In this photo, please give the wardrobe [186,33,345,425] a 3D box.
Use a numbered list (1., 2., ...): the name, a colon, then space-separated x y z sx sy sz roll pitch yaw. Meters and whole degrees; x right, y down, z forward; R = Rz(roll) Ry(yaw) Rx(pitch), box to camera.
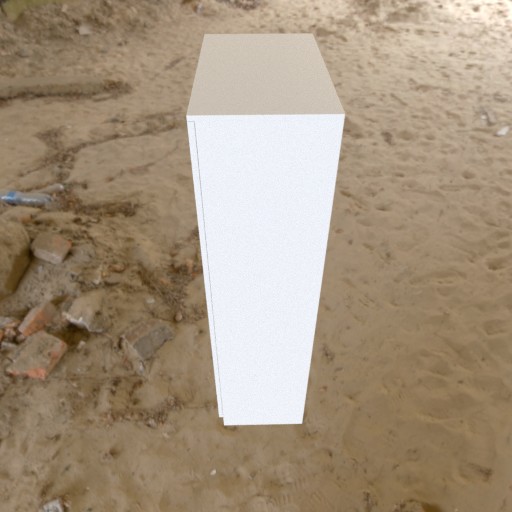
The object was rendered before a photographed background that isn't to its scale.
1. wardrobe: 0.000 0.000 2.051 0.470 1.700 0.760 -1 42 -1
